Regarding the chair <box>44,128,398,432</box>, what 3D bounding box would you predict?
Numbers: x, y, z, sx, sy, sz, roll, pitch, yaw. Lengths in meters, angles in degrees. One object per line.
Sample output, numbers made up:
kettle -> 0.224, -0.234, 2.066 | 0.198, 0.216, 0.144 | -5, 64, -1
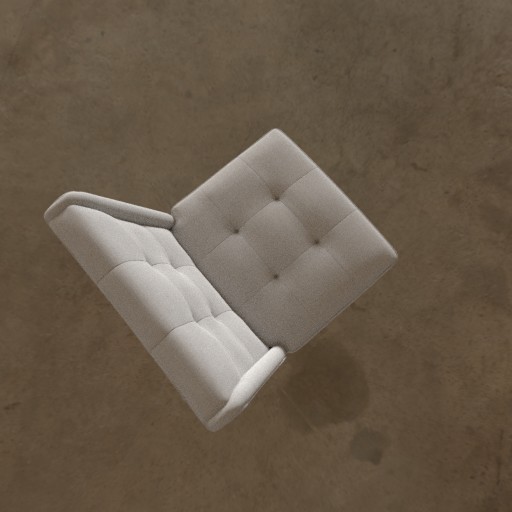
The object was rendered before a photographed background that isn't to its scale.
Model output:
chair -> 0.000, 0.000, 1.294 | 0.676, 0.853, 0.569 | -40, 80, -8
